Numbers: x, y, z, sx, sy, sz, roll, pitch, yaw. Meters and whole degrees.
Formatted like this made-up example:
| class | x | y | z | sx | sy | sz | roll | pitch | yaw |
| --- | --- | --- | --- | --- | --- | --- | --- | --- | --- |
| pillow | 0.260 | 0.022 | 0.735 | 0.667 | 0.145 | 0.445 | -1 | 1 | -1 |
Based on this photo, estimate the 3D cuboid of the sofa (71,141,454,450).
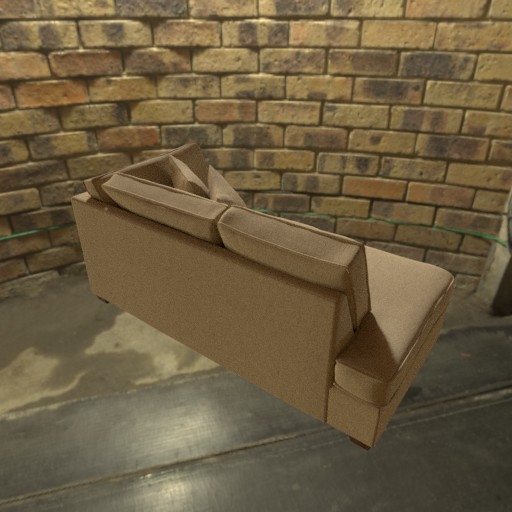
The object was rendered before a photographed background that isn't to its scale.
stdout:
| class | x | y | z | sx | sy | sz | roll | pitch | yaw |
| --- | --- | --- | --- | --- | --- | --- | --- | --- | --- |
| sofa | 0.000 | 0.000 | 2.839 | 2.237 | 1.033 | 1.110 | 20 | 36 | 31 |
